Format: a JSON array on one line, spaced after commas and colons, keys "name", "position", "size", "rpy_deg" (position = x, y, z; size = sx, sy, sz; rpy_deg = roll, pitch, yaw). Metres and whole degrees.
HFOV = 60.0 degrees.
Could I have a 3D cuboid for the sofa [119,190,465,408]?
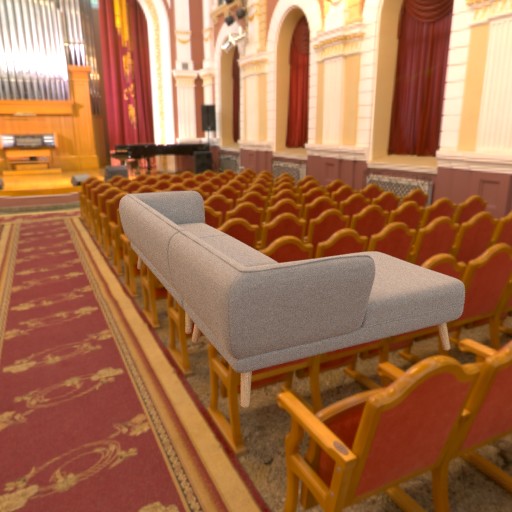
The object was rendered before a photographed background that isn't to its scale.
[{"name": "sofa", "position": [0.000, 0.000, 3.287], "size": [1.532, 0.693, 2.653], "rpy_deg": [-7, 17, -25]}]
